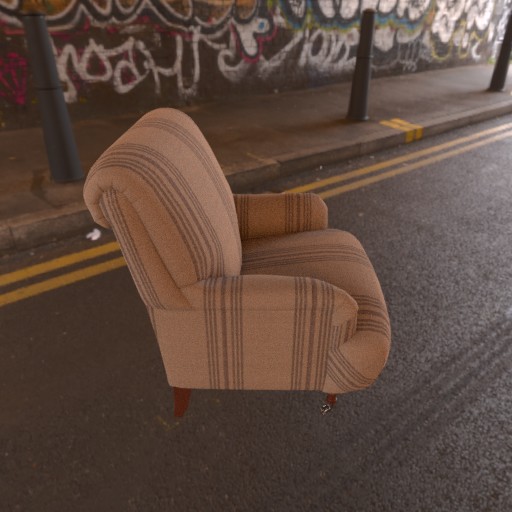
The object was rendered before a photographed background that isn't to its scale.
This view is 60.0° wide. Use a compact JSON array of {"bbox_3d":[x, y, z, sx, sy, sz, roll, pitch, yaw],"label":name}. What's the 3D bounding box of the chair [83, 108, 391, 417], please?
[{"bbox_3d":[0.000,0.000,1.593,0.914,0.940,0.813,0,30,1],"label":"chair"}]
